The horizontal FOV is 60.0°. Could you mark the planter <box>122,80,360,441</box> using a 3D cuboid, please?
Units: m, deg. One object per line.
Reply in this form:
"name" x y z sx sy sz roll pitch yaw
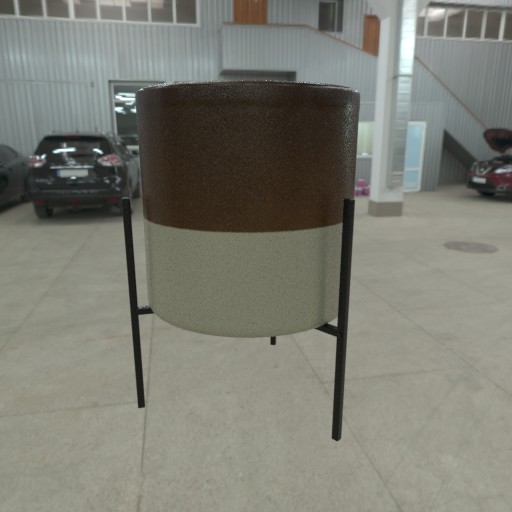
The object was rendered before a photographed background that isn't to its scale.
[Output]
"planter" 0.000 0.000 0.540 0.269 0.375 0.255 14 20 42
